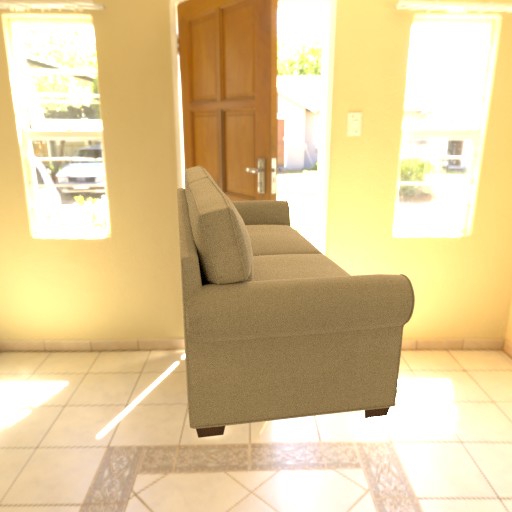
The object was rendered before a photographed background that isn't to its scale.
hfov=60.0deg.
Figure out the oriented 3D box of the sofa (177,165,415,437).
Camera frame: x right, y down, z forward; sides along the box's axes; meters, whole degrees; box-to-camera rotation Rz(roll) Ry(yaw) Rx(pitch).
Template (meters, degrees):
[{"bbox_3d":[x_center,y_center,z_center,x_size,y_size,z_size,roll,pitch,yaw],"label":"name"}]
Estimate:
[{"bbox_3d":[0.000,0.000,2.676,0.901,0.962,2.146,-3,16,-10],"label":"sofa"}]
